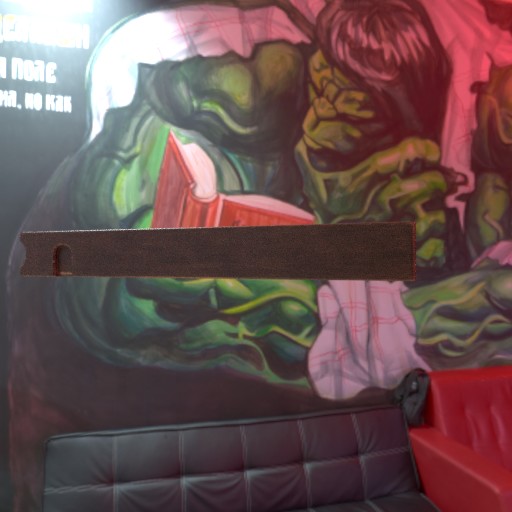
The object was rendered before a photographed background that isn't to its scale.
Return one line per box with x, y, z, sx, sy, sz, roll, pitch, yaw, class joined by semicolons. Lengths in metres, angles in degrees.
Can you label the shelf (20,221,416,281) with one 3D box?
0.000;0.000;0.445;0.296;0.035;0.296;0;-1;19;shelf
